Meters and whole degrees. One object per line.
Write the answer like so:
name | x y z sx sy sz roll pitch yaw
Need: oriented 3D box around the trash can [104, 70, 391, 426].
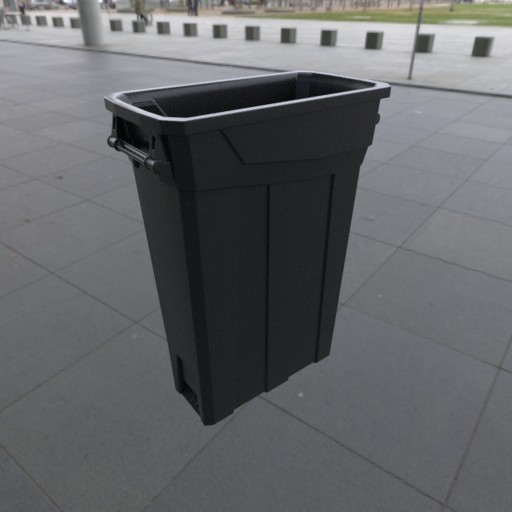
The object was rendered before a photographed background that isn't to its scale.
trash can | 0.000 0.000 1.067 0.559 0.762 0.281 -21 36 -32
